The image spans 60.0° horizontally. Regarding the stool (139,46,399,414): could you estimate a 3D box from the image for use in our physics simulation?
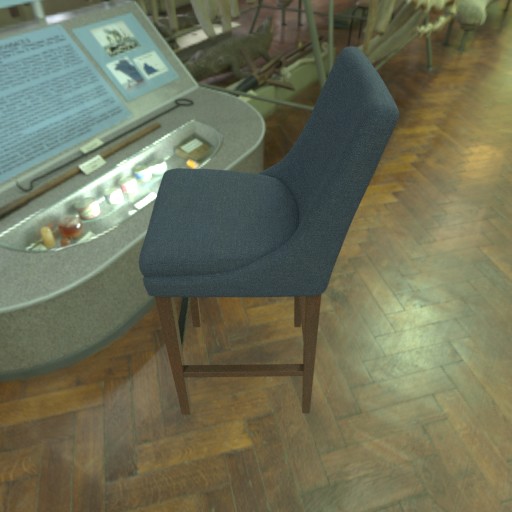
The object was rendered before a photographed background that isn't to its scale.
[{"bbox_3d":[0.000,0.000,1.332,0.577,1.078,0.470,0,41,0],"label":"stool"}]
